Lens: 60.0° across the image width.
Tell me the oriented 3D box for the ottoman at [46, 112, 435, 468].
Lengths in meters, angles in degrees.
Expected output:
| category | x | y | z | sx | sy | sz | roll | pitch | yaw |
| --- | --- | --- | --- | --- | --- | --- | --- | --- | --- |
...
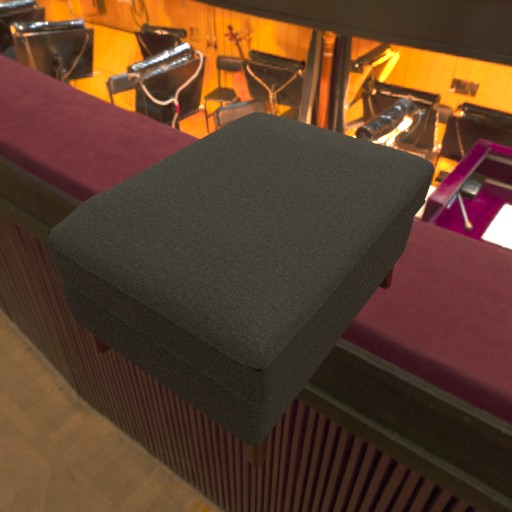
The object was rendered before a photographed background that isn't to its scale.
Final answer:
| category | x | y | z | sx | sy | sz | roll | pitch | yaw |
| --- | --- | --- | --- | --- | --- | --- | --- | --- | --- |
| ottoman | 0.000 | 0.000 | 1.222 | 0.629 | 0.503 | 0.835 | 25 | 46 | 27 |
